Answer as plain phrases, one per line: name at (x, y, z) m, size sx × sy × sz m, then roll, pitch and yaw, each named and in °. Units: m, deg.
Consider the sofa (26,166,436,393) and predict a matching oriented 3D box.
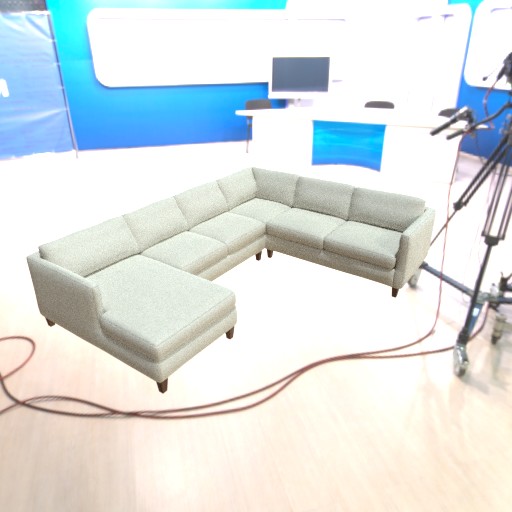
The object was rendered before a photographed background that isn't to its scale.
sofa at (0.000, 0.000, 4.365) m, size 2.551 × 0.853 × 3.238 m, roll 18°, pitch 32°, yaw 31°
